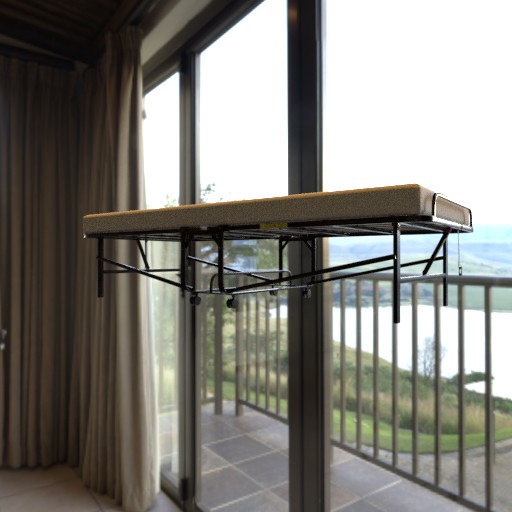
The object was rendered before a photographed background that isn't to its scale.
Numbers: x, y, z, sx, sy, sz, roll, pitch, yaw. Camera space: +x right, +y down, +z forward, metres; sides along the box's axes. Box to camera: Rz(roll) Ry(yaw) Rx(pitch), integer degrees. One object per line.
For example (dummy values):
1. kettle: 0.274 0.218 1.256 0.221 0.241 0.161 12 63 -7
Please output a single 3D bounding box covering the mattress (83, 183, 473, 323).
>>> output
1. mattress: 0.000 0.000 2.543 2.153 0.519 0.922 0 0 36
